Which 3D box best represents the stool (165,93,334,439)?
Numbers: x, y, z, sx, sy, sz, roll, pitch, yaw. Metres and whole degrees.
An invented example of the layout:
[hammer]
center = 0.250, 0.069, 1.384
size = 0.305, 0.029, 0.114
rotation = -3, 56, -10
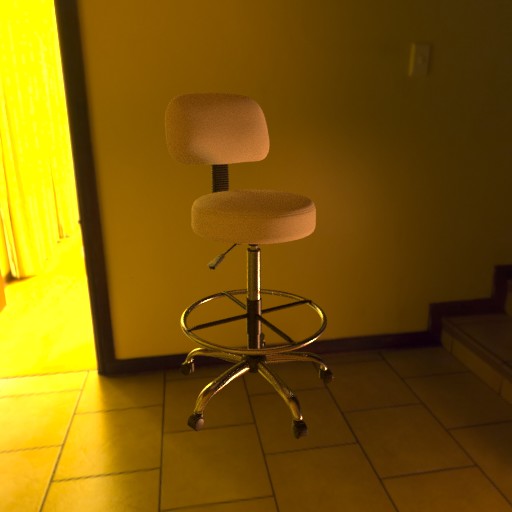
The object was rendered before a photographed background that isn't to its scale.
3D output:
[stool]
center = 0.000, 0.000, 1.523
size = 0.609, 1.080, 0.616
rotation = -10, 20, -28
